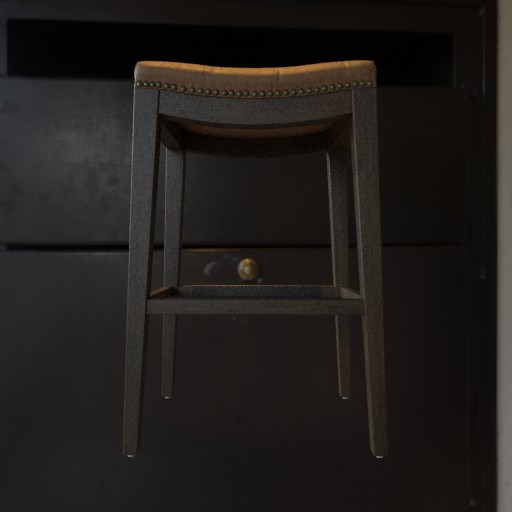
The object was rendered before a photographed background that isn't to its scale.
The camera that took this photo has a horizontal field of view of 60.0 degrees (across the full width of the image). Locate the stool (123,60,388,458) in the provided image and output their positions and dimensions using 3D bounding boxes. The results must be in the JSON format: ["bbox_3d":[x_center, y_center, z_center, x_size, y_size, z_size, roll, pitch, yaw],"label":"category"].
[{"bbox_3d":[0.000,0.000,1.010,0.500,0.759,0.361,0,1,0],"label":"stool"}]
